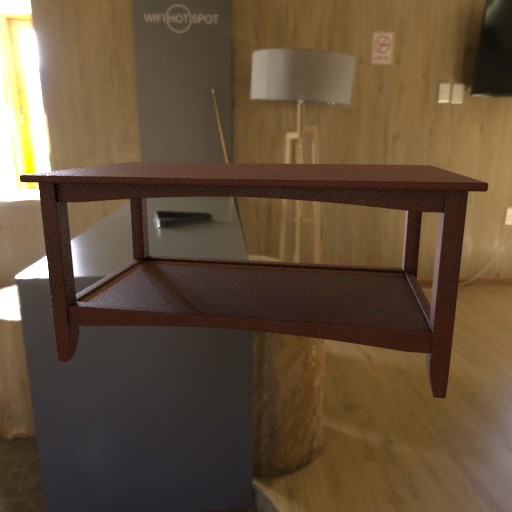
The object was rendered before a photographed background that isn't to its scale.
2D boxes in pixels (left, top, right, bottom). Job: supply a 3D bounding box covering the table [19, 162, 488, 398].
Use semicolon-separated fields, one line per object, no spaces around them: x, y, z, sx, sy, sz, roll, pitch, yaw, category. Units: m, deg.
0.000;0.000;1.184;0.943;0.456;0.533;3;15;10;table
